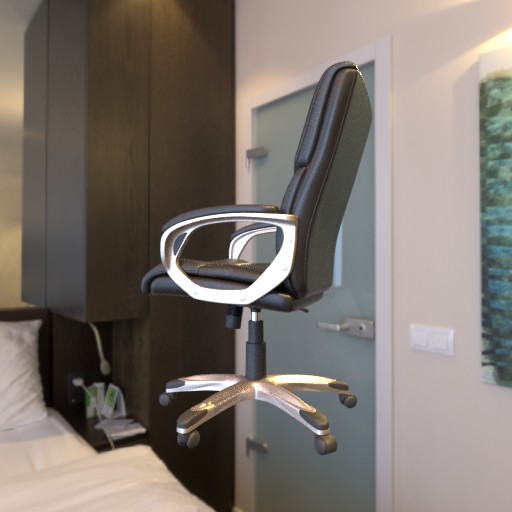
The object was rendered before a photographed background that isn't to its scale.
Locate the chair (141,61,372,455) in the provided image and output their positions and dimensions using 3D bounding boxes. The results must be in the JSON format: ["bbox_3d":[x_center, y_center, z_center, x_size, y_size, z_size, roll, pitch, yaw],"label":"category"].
[{"bbox_3d":[0.000,0.000,1.589,0.780,1.145,0.700,0,0,20],"label":"chair"}]
